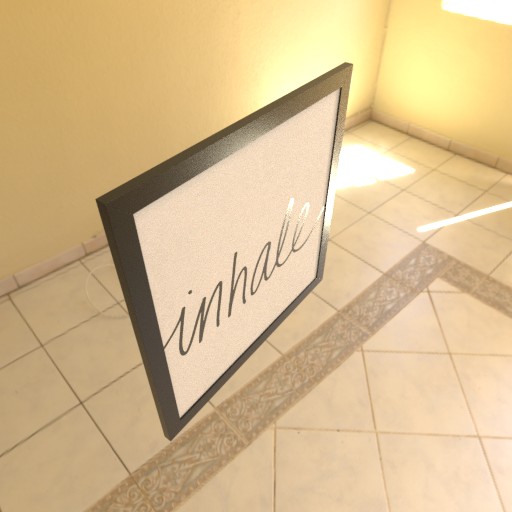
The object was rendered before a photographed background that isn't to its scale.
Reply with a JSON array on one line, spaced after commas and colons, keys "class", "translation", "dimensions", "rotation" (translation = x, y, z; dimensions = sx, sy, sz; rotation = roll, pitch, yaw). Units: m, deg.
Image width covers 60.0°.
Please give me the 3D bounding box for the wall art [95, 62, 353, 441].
[{"class": "wall art", "translation": [0.000, 0.000, 0.667], "dimensions": [0.014, 0.445, 0.446], "rotation": [27, 49, 27]}]
